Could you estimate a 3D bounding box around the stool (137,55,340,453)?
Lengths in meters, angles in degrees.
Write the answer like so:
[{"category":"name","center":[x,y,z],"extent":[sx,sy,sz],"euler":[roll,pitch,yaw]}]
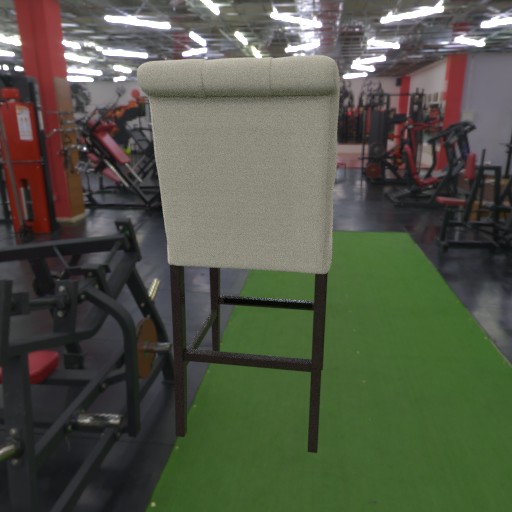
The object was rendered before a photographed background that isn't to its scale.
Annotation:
[{"category":"stool","center":[0.000,0.000,1.433],"extent":[0.482,1.118,0.610],"euler":[3,17,9]}]
